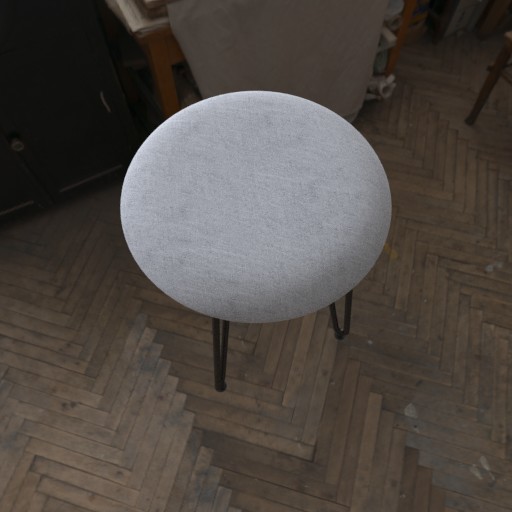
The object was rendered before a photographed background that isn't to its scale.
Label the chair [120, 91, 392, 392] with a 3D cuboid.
[{"bbox_3d":[0.000,0.000,0.653,0.350,0.386,0.350,20,65,10],"label":"chair"}]
